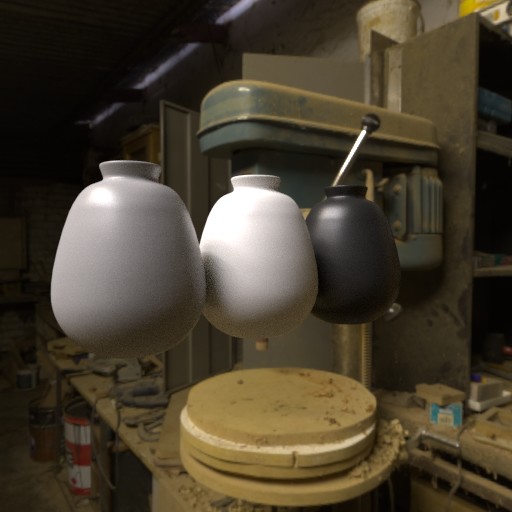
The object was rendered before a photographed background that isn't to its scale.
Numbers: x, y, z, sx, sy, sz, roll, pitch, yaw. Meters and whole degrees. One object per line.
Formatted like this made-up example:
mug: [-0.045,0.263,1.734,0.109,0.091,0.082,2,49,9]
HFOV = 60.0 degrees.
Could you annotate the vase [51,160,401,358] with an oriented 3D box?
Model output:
vase: [0.000,0.000,0.350,0.297,0.122,0.097,-1,2,-35]
